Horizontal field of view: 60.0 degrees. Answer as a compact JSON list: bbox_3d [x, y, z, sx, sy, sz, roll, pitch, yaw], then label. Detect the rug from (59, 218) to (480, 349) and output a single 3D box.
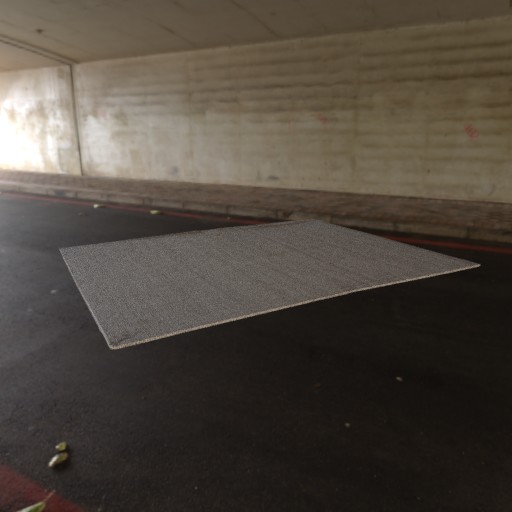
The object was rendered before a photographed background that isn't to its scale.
[{"bbox_3d":[0.000,0.000,4.948,3.778,0.053,2.873,-9,18,-28],"label":"rug"}]
